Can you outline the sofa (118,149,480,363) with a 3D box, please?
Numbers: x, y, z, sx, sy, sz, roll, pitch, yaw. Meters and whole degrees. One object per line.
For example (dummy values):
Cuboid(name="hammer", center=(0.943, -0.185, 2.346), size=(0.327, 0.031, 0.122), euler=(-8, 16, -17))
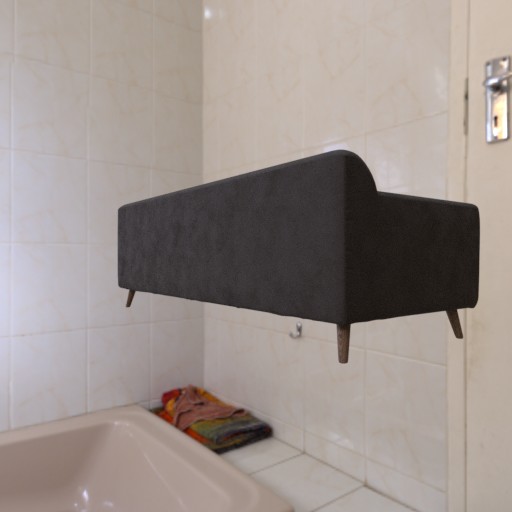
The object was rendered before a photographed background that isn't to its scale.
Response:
Cuboid(name="sofa", center=(0.000, 0.000, 2.594), size=(0.900, 0.740, 2.190), euler=(0, 0, -36))
